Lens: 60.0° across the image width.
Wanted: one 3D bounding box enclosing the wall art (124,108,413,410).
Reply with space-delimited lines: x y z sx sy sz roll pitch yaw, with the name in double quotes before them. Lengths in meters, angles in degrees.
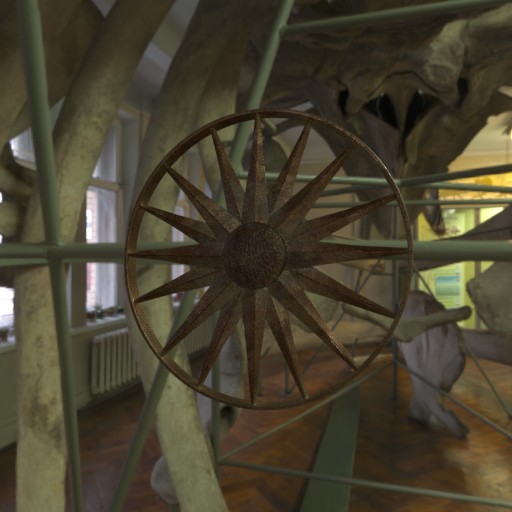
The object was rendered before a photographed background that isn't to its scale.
"wall art" 0.000 0.000 0.871 0.582 0.583 0.084 0 1 18
